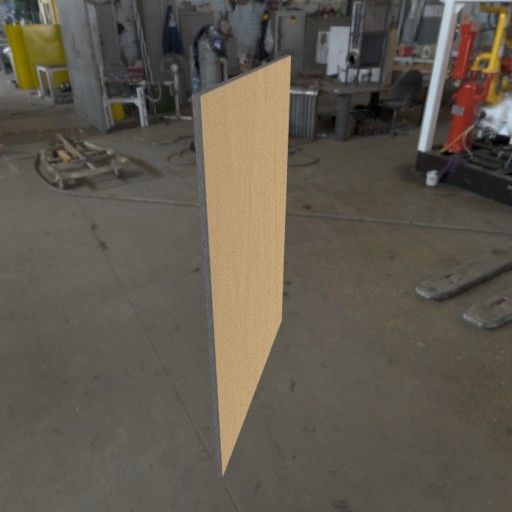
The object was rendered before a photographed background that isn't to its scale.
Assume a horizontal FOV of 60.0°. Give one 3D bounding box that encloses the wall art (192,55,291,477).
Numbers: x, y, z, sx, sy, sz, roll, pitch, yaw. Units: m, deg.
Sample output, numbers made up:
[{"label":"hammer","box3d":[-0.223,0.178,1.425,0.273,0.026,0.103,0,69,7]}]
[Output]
[{"label":"wall art","box3d":[0.000,0.000,1.427,0.016,1.116,0.810,8,30,14]}]
